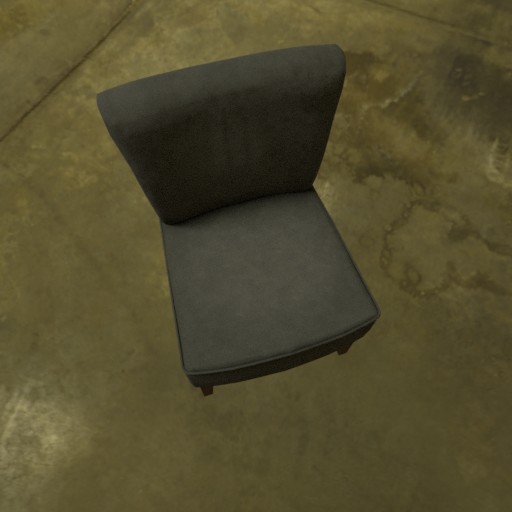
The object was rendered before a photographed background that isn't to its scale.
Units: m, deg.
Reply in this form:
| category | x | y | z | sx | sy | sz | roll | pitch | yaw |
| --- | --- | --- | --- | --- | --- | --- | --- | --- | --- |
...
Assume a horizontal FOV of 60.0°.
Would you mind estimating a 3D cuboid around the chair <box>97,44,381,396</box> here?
| category | x | y | z | sx | sy | sz | roll | pitch | yaw |
| --- | --- | --- | --- | --- | --- | --- | --- | --- | --- |
| chair | 0.000 | 0.000 | 1.161 | 0.521 | 0.806 | 0.554 | -15 | 64 | -8 |
